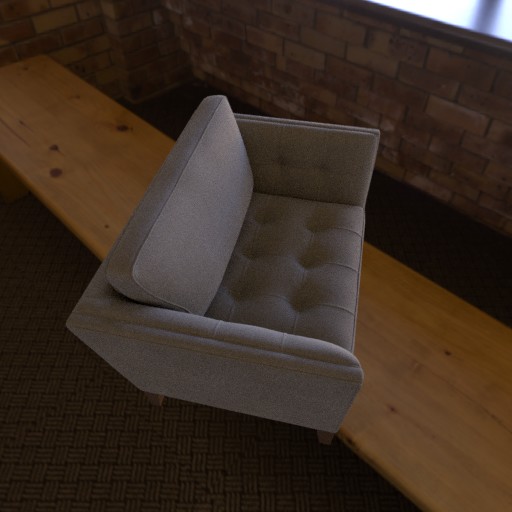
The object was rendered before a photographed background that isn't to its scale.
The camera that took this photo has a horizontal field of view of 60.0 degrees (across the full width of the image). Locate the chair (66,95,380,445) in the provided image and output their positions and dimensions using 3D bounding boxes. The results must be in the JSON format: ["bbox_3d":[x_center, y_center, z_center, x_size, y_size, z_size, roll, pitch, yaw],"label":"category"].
[{"bbox_3d":[0.000,0.000,2.040,0.965,0.942,1.396,9,48,9],"label":"chair"}]
